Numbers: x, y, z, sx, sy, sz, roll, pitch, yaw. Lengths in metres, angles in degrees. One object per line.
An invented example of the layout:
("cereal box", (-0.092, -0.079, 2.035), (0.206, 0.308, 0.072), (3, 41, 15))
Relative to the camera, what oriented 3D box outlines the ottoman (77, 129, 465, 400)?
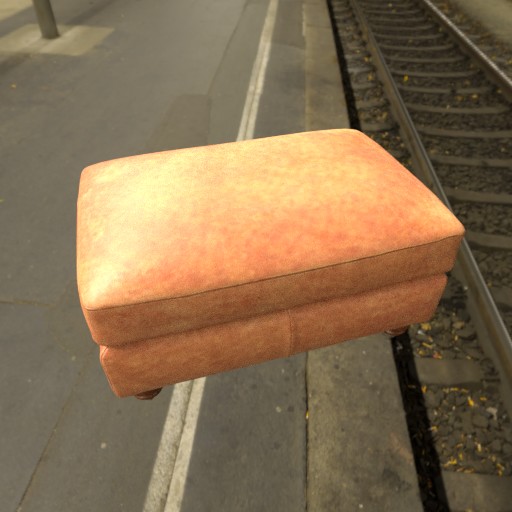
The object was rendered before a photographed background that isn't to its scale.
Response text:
("ottoman", (0.000, 0.000, 1.202), (0.852, 0.507, 0.565), (-11, 42, -13))
